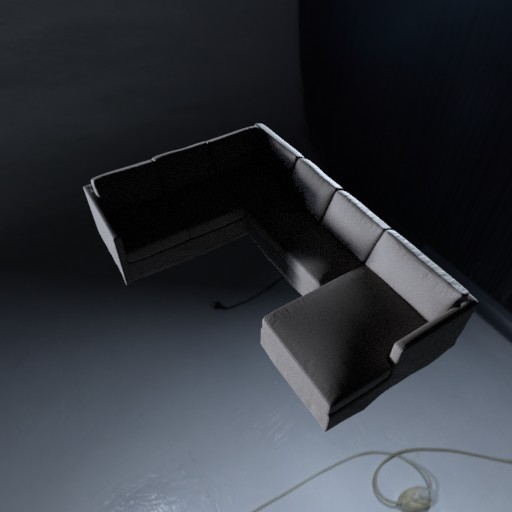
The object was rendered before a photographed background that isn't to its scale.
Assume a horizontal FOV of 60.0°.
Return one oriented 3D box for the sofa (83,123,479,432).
[{"bbox_3d":[0.000,0.000,4.548,2.427,0.882,3.460,-24,51,-22],"label":"sofa"}]
